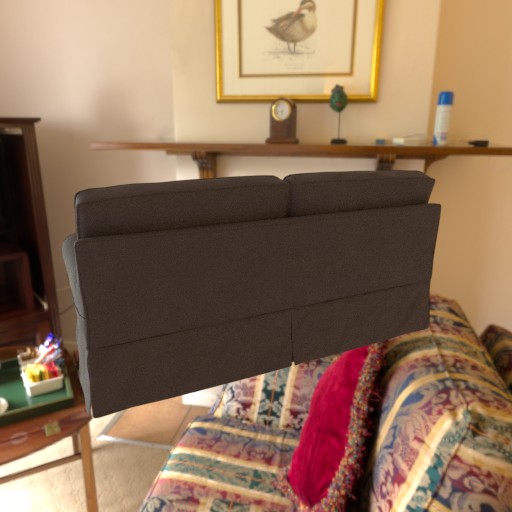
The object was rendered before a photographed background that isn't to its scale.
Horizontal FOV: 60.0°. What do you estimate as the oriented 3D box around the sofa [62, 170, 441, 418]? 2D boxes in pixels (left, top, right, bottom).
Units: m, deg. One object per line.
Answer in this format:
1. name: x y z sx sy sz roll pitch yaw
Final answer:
1. sofa: 0.000 0.000 2.844 2.256 1.094 0.983 -8 18 -26
